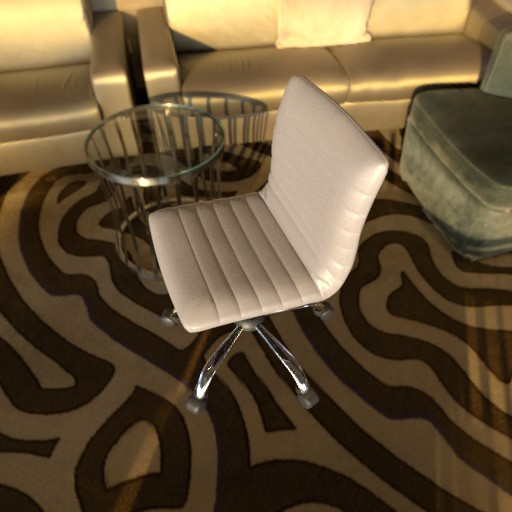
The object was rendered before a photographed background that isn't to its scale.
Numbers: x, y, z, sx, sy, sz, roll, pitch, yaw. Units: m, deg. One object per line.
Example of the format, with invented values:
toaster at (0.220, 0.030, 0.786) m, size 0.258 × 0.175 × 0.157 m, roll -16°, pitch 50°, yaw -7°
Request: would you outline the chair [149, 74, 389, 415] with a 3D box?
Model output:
chair at (0.000, 0.000, 1.142) m, size 0.542 × 0.750 × 0.569 m, roll -16°, pitch 48°, yaw -14°
